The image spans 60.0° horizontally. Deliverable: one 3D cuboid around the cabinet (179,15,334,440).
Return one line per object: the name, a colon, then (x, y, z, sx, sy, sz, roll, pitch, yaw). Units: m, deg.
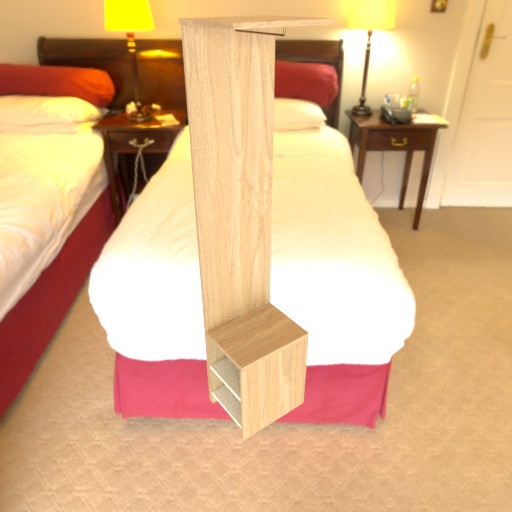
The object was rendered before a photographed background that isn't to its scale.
cabinet: (0.000, 0.000, 1.987, 0.411, 1.879, 0.338, -21, 36, -31)
